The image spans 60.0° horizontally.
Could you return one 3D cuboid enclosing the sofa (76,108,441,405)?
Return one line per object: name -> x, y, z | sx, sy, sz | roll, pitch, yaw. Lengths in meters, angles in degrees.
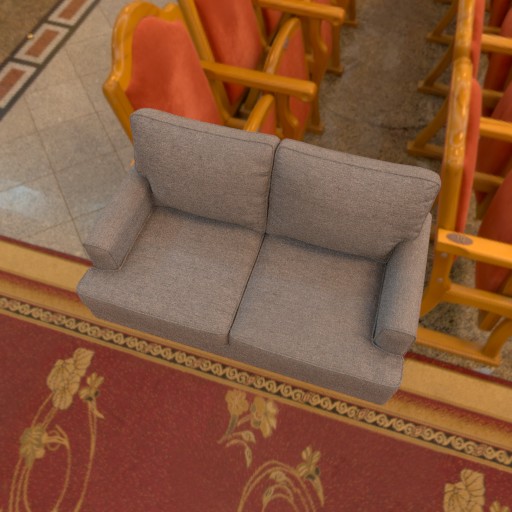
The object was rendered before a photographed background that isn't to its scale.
sofa -> 0.000, 0.000, 2.282 | 1.651, 0.965, 0.965 | 15, 59, 9
